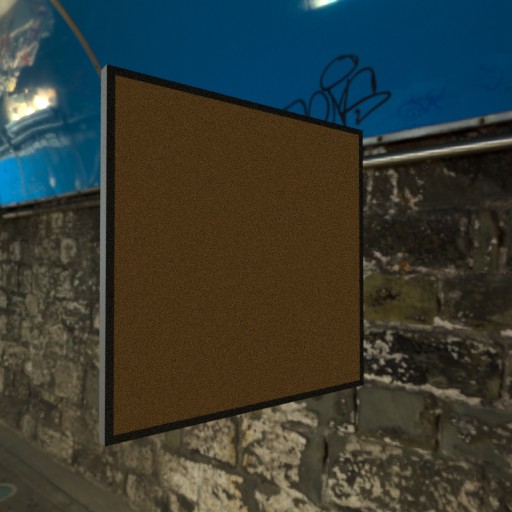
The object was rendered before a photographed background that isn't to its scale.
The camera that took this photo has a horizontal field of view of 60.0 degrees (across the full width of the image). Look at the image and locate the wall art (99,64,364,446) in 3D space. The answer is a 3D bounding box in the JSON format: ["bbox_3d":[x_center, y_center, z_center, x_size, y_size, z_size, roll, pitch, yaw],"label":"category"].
[{"bbox_3d":[0.000,0.000,1.120,0.763,0.763,0.038,1,-1,-35],"label":"wall art"}]
